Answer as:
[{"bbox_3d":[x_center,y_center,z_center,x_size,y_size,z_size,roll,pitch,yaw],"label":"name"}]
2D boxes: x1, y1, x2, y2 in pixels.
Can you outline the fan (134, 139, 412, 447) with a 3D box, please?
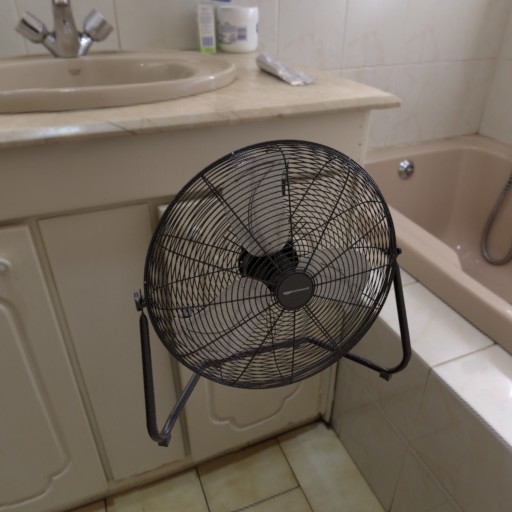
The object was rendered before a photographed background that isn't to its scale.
[{"bbox_3d":[0.000,0.000,0.934,0.555,0.546,0.424,-10,33,-17],"label":"fan"}]
